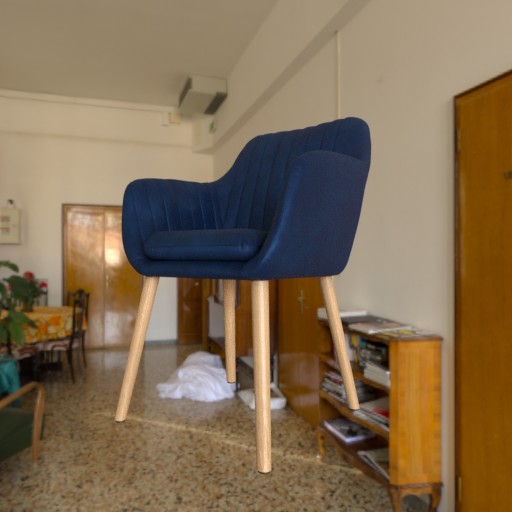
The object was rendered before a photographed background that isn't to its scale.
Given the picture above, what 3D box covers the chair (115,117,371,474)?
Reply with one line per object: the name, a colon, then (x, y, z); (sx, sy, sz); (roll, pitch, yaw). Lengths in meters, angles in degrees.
chair: (0.000, 0.000, 1.199); (0.578, 0.826, 0.573); (0, 0, 36)
